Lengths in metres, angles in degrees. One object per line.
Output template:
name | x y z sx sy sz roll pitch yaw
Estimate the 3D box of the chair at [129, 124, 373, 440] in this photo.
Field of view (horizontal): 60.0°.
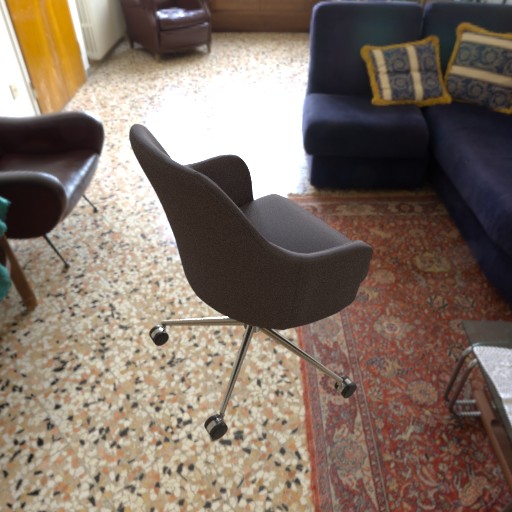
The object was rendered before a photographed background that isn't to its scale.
chair | 0.000 0.000 1.268 0.600 0.820 0.655 -24 46 -26
